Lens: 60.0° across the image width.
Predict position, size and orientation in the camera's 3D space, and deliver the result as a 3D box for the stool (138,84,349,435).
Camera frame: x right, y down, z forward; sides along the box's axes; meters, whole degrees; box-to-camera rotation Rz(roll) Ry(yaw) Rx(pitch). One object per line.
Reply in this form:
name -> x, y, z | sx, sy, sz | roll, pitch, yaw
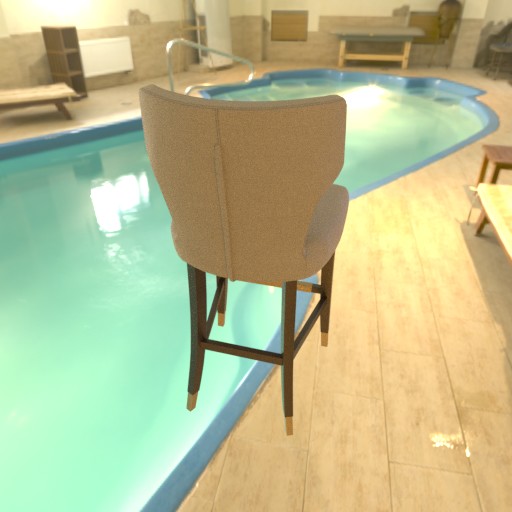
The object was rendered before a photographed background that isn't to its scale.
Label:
stool -> 0.000, 0.000, 1.438 | 0.526, 1.092, 0.563 | 9, 33, 14
